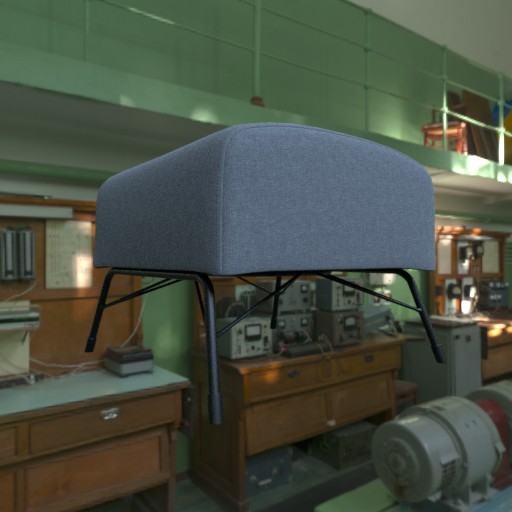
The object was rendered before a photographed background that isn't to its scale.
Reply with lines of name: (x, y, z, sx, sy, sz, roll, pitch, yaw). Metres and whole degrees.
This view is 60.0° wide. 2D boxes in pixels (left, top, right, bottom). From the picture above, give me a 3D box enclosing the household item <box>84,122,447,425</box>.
household item: (0.000, 0.000, 0.902, 0.530, 0.410, 0.530, 0, 0, -37)
